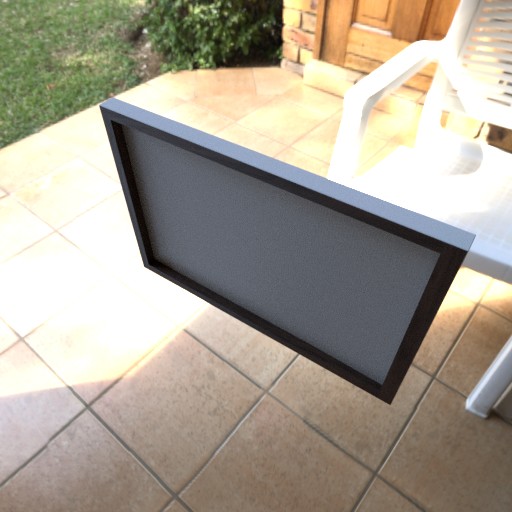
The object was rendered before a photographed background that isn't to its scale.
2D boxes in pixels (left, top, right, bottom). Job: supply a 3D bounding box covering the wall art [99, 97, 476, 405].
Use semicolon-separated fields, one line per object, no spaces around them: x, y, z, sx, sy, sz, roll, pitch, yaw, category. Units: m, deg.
0.000;0.000;1.174;0.914;0.610;0.050;26;52;22;wall art
